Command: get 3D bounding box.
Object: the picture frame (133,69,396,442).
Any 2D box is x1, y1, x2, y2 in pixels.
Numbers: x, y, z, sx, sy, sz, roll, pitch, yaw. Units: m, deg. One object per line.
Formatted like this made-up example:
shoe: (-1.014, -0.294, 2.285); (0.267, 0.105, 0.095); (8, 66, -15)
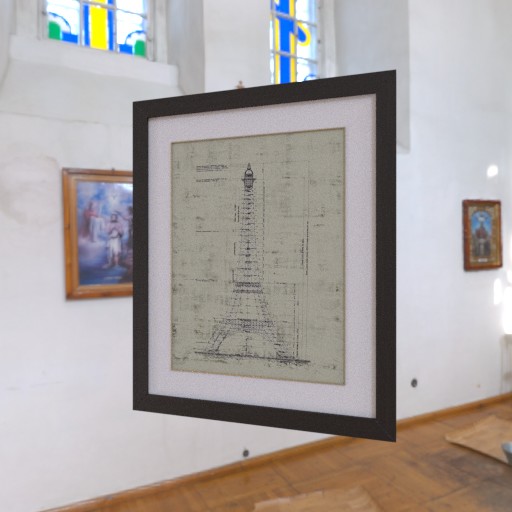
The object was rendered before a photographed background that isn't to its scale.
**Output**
picture frame: (0.000, 0.000, 0.750); (0.452, 0.555, 0.044); (0, 0, 18)
